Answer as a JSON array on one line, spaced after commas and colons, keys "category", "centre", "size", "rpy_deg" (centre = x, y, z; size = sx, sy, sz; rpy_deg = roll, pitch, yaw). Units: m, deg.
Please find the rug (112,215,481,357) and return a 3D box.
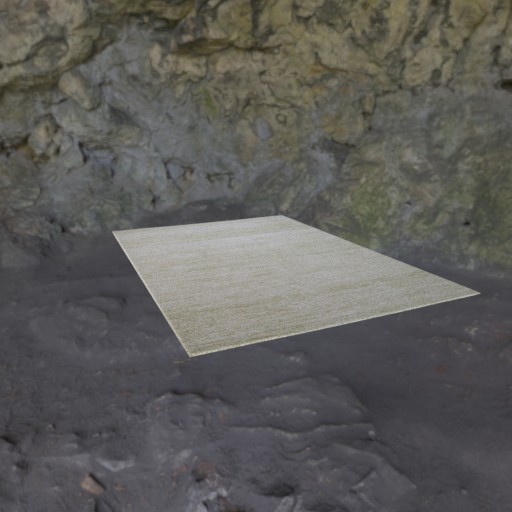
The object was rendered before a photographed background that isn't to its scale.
[{"category": "rug", "centre": [0.000, 0.000, 3.033], "size": [1.606, 0.017, 2.270], "rpy_deg": [-8, 18, -23]}]
